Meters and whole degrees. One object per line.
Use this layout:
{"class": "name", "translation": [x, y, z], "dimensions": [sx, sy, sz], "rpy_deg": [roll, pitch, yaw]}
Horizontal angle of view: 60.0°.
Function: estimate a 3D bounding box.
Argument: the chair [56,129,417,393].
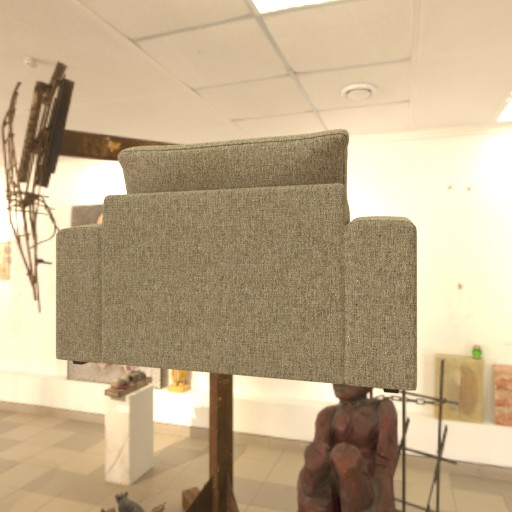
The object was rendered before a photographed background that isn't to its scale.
{"class": "chair", "translation": [0.000, 0.000, 2.092], "dimensions": [1.398, 0.915, 1.039], "rpy_deg": [0, 0, 18]}
